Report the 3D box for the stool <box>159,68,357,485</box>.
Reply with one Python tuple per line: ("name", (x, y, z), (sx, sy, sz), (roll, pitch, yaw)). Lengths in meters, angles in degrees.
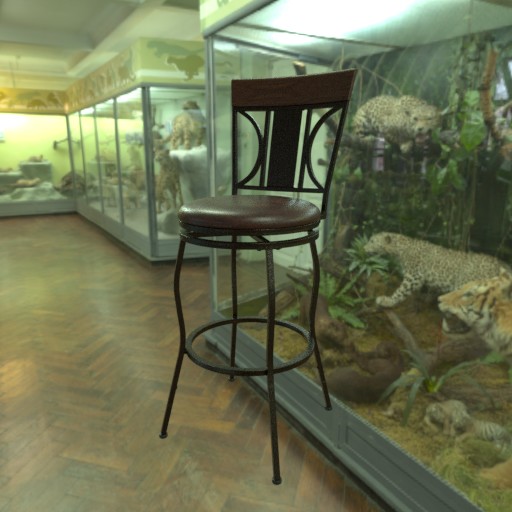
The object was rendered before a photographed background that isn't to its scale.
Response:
("stool", (0.000, 0.000, 1.391), (0.448, 1.130, 0.513), (8, 16, 28))
